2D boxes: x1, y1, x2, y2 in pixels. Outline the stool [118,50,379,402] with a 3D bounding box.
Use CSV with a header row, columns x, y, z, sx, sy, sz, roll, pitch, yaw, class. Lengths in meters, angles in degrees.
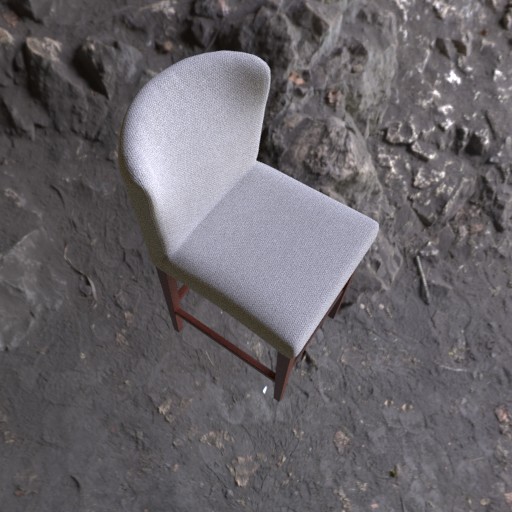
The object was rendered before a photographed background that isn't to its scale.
x,y,z,sx,sy,sz,roll,pitch,yaw,class
0.000,0.000,1.374,0.568,1.069,0.481,31,64,17,stool
